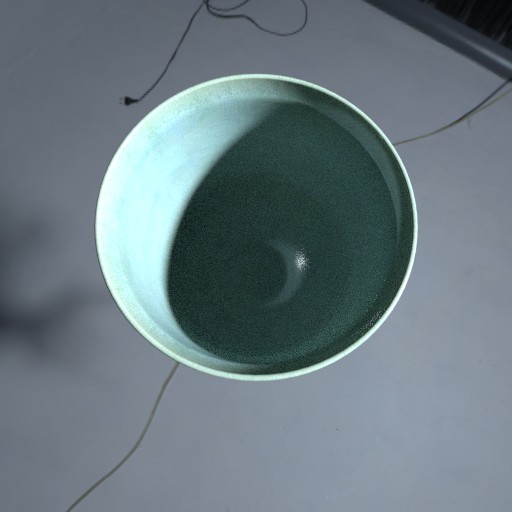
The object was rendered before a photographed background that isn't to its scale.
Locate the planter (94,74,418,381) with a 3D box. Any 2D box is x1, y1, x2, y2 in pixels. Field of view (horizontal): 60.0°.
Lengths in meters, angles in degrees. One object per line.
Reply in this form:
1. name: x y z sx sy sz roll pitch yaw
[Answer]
1. planter: 0.000 0.000 0.375 0.198 0.214 0.198 0 76 0
